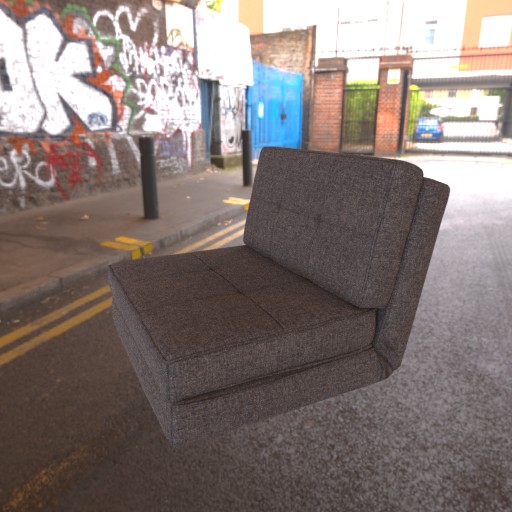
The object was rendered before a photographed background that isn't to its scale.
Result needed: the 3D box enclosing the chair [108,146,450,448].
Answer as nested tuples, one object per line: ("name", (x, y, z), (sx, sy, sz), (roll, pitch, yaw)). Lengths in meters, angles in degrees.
("chair", (0.000, 0.000, 1.360), (0.800, 0.615, 0.740), (-8, 19, -25))
